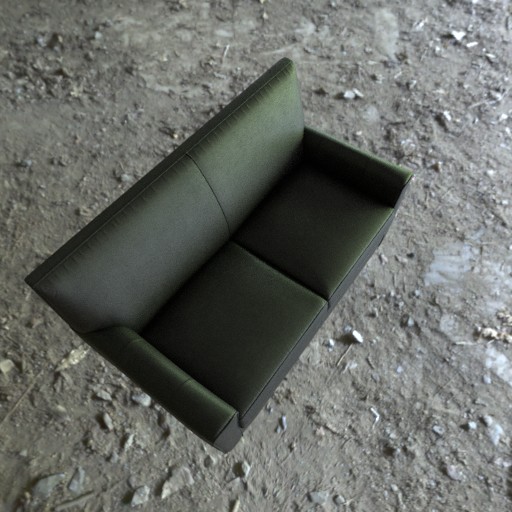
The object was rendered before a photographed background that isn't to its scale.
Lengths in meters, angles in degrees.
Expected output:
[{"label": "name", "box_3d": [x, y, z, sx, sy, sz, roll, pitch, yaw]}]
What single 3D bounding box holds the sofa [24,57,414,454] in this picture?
[{"label": "sofa", "box_3d": [0.000, 0.000, 1.979, 0.787, 0.871, 1.473, 32, 63, 18]}]
